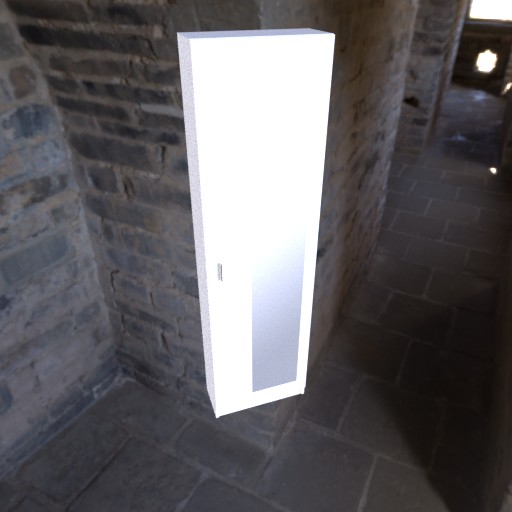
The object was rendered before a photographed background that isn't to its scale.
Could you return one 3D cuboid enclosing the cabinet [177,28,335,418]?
[{"bbox_3d":[0.000,0.000,1.987,0.500,1.790,0.230,-10,33,-16],"label":"cabinet"}]
